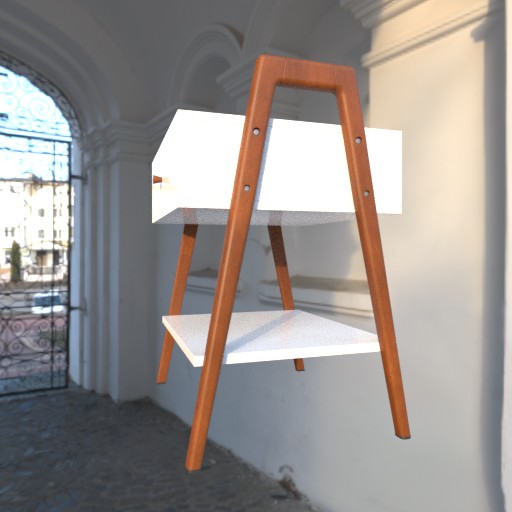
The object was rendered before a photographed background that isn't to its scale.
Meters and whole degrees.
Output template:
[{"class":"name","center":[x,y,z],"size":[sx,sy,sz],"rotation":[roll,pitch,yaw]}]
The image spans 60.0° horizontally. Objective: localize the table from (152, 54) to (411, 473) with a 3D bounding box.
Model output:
[{"class":"table","center":[0.000,0.000,0.896],"size":[0.405,0.610,0.457],"rotation":[0,1,-18]}]
